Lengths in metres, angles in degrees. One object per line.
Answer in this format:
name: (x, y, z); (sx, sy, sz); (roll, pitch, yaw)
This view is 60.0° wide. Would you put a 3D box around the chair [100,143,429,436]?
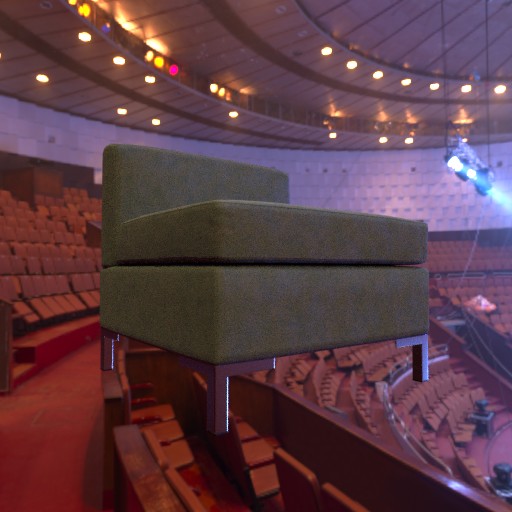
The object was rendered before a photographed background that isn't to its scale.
chair: (0.000, 0.000, 1.232); (0.684, 0.660, 0.685); (1, -2, -36)
